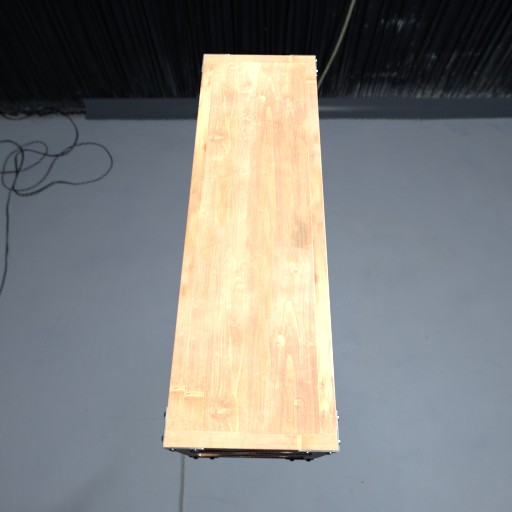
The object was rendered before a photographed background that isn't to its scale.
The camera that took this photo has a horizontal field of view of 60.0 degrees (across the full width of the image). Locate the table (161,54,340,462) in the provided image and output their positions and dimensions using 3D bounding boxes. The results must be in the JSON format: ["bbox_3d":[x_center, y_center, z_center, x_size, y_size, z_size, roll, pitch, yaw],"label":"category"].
[{"bbox_3d":[0.000,0.000,1.787,0.467,0.711,1.487,1,63,0],"label":"table"}]
